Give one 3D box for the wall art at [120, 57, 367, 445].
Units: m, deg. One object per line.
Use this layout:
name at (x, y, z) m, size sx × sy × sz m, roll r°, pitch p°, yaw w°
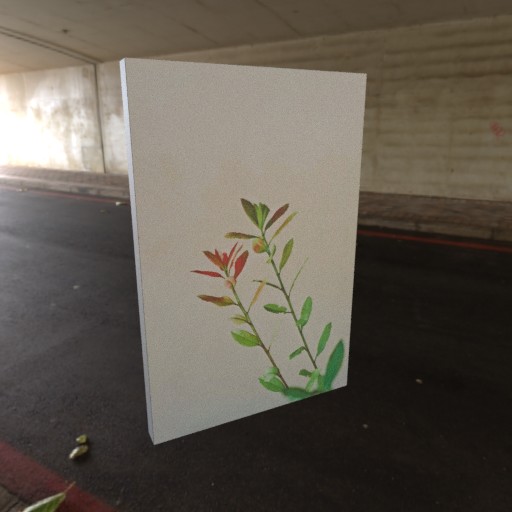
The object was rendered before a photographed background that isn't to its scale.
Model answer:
wall art at (0.000, 0.000, 0.776) m, size 0.408 × 0.611 × 0.038 m, roll -8°, pitch 18°, yaw -25°
